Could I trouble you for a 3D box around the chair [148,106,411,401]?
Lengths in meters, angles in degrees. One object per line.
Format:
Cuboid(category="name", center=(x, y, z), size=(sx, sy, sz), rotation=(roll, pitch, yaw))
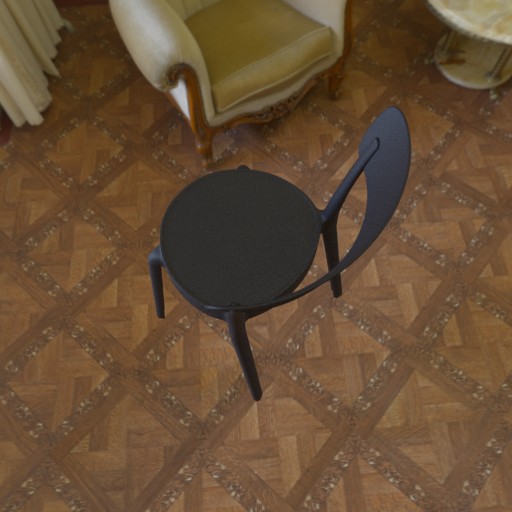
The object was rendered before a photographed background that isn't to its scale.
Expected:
Cuboid(category="chair", center=(0.000, 0.000, 1.105), size=(0.491, 0.790, 0.506), rotation=(36, 69, 16))
